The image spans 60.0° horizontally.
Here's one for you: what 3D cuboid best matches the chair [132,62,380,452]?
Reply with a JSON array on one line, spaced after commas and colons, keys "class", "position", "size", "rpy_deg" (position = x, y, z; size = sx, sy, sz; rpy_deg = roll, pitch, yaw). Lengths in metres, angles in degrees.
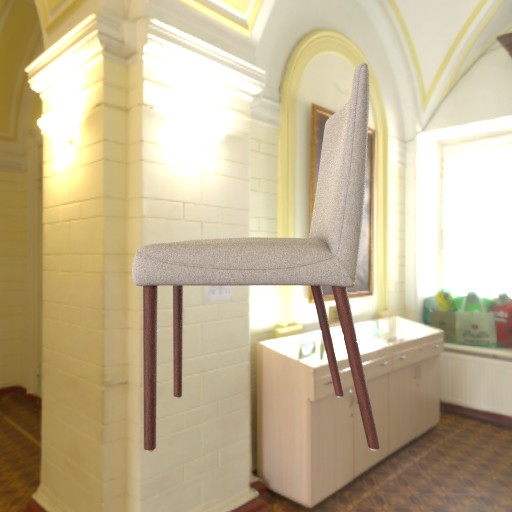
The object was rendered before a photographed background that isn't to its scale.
[{"class": "chair", "position": [0.000, 0.000, 1.168], "size": [0.570, 0.859, 0.456], "rpy_deg": [0, -1, -1]}]
